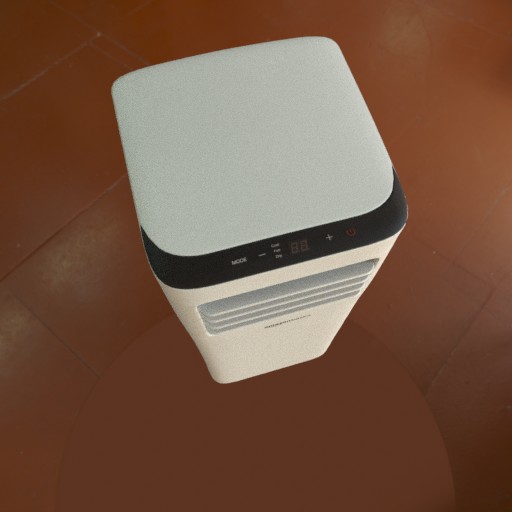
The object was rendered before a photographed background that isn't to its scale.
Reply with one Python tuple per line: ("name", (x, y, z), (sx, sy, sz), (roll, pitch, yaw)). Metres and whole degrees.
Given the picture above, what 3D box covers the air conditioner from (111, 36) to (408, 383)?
("air conditioner", (0.000, 0.000, 0.907), (0.352, 0.716, 0.369), (-14, 64, -7))
